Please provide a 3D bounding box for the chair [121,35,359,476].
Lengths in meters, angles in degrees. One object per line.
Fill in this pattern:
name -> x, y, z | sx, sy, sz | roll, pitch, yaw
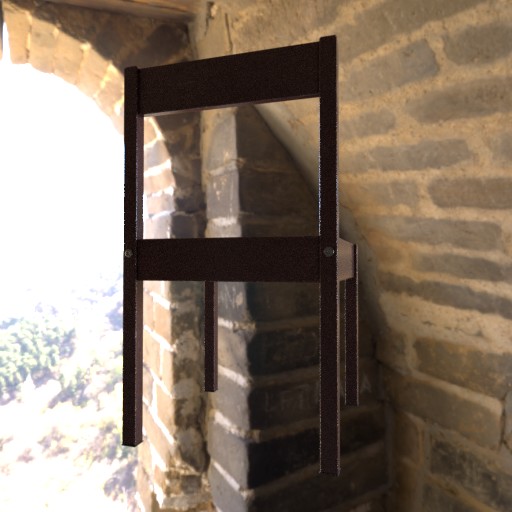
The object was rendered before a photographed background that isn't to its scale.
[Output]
chair -> 0.000, 0.000, 0.682 | 0.285, 0.505, 0.285 | 0, -1, 18
